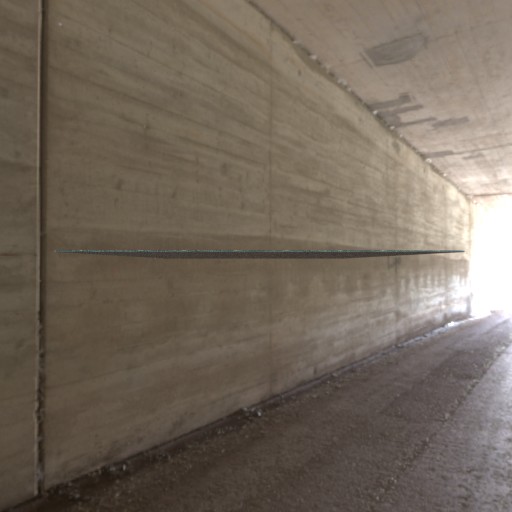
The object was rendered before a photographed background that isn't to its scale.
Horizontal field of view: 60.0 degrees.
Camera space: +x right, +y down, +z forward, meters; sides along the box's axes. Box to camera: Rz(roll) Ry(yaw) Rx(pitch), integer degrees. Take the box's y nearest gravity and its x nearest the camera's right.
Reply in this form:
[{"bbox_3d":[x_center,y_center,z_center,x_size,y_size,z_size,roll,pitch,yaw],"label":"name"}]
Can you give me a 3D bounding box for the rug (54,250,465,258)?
[{"bbox_3d":[0.000,0.000,4.162,2.337,0.013,3.291,0,-1,-1],"label":"rug"}]
